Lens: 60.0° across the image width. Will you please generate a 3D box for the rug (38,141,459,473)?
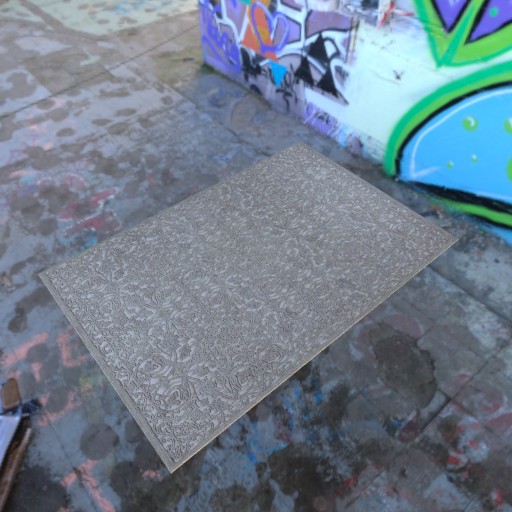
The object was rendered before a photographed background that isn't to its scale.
[{"bbox_3d":[0.000,0.000,2.305,1.827,0.006,1.221,-32,55,-26],"label":"rug"}]
